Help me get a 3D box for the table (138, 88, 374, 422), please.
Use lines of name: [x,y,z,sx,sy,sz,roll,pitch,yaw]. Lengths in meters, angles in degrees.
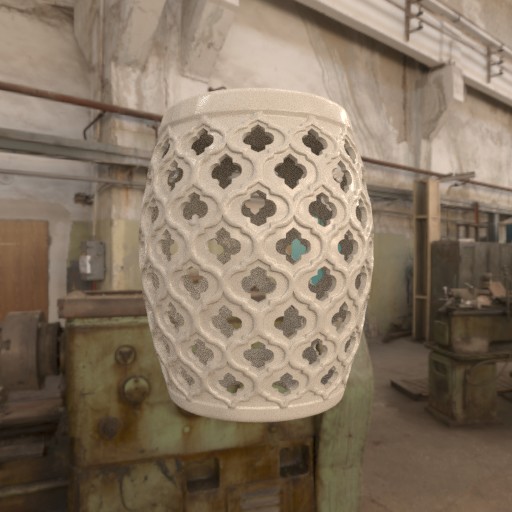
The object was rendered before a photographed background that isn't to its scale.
table: [0.000,0.000,0.632,0.325,0.388,0.325,0,0,0]
